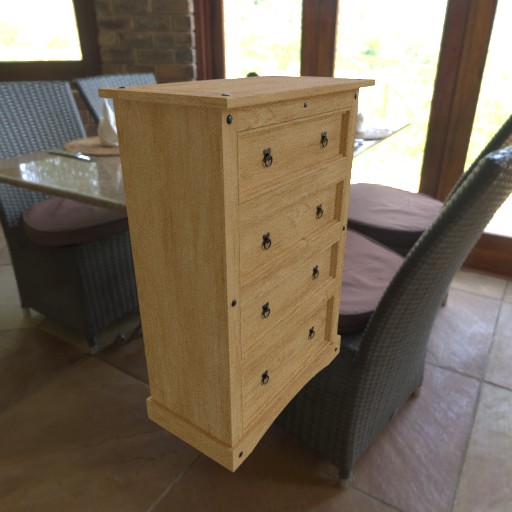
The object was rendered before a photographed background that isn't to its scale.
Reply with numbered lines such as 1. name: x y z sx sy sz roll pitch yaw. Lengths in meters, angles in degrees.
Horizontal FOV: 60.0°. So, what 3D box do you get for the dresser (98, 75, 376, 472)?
1. dresser: 0.000 0.000 1.775 0.485 1.300 0.915 17 30 32
